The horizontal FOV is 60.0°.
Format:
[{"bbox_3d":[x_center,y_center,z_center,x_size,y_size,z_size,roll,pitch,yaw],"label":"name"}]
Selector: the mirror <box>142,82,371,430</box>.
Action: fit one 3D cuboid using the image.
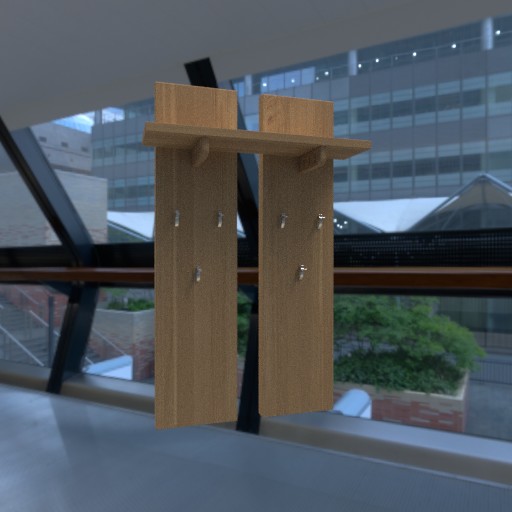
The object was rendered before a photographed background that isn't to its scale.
[{"bbox_3d":[0.000,0.000,1.623,0.800,1.250,0.260,0,0,-17],"label":"mirror"}]
